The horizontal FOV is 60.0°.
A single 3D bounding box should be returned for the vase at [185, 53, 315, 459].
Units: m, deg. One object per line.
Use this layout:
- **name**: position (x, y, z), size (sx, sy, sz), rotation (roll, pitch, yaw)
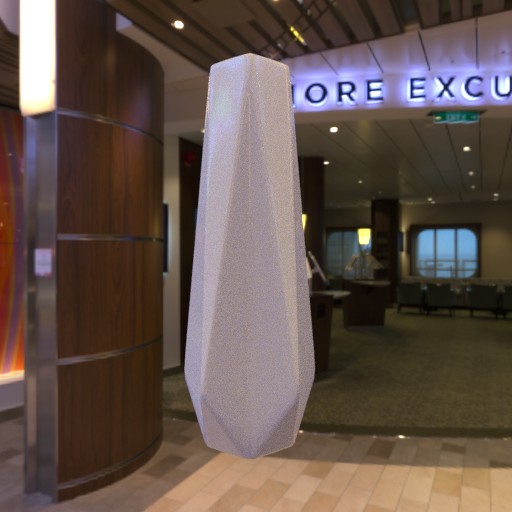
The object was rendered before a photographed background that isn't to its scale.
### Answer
- **vase**: position (0.000, 0.000, 0.397), size (0.116, 0.329, 0.122), rotation (0, 0, -19)
